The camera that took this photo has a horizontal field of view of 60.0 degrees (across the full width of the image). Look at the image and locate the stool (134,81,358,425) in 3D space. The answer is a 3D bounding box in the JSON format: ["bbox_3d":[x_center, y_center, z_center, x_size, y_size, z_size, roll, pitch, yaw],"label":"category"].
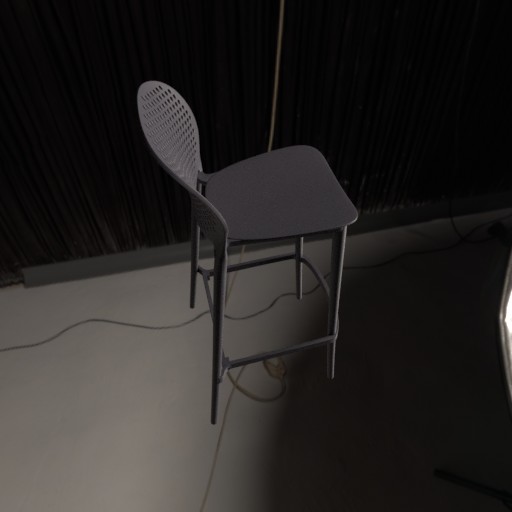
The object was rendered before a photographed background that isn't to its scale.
[{"bbox_3d":[0.000,0.000,1.371,0.535,1.045,0.536,-10,47,-10],"label":"stool"}]
